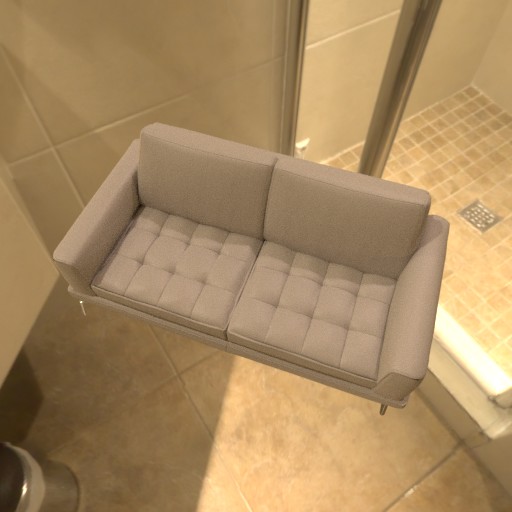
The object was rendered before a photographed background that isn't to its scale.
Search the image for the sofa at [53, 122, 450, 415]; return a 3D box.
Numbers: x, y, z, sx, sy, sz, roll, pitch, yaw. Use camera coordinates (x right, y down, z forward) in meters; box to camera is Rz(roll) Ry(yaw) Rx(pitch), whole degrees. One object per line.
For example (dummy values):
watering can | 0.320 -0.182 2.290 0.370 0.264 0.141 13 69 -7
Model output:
sofa | 0.000 0.000 2.721 2.177 0.930 1.121 17 59 11
